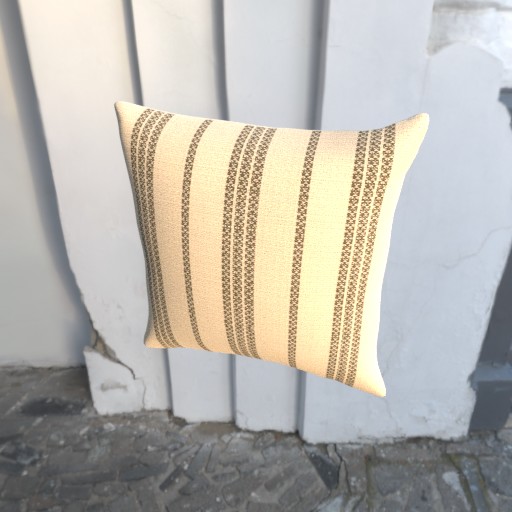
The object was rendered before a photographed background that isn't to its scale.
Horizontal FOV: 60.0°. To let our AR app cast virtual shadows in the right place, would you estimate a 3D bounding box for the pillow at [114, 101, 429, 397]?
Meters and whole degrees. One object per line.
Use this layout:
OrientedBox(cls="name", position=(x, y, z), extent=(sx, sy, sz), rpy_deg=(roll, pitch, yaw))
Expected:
OrientedBox(cls="pillow", position=(0.000, 0.000, 0.630), extent=(0.405, 0.406, 0.173), rpy_deg=(8, 27, 16))
